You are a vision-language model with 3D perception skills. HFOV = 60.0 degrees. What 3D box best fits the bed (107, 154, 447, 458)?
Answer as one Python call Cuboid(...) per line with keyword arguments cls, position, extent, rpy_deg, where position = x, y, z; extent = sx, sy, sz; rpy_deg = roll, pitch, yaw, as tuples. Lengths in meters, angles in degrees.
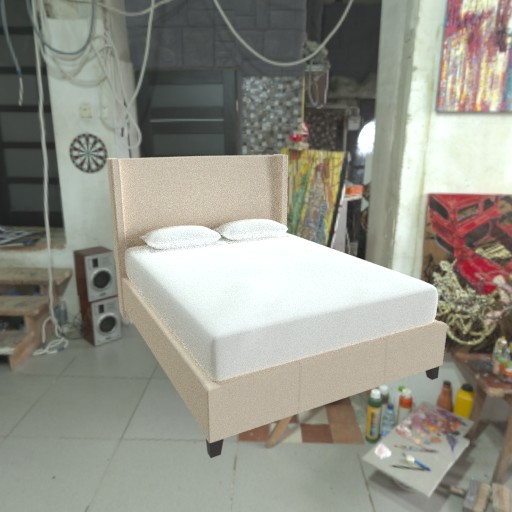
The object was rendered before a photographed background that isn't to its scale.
Cuboid(cls="bed", position=(0.000, 0.000, 3.530), extent=(1.778, 1.471, 2.293), rpy_deg=(-8, 17, -27))
